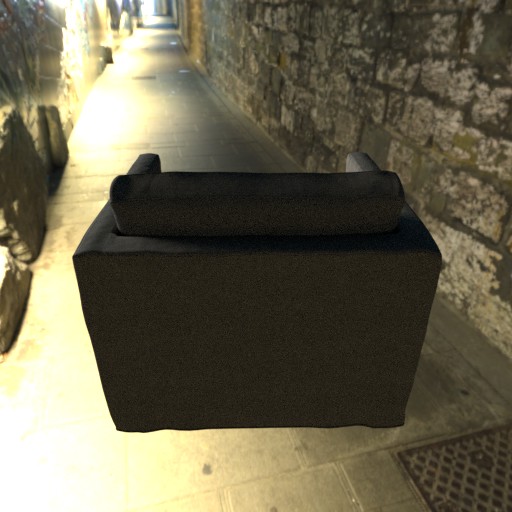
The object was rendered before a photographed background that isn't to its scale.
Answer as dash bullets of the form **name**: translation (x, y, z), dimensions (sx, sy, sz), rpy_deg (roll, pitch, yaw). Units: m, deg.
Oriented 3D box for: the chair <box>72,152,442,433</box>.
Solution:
- **chair**: translation (0.000, 0.000, 1.730), dimensions (1.057, 0.863, 0.949), rpy_deg (-1, 30, -1)
